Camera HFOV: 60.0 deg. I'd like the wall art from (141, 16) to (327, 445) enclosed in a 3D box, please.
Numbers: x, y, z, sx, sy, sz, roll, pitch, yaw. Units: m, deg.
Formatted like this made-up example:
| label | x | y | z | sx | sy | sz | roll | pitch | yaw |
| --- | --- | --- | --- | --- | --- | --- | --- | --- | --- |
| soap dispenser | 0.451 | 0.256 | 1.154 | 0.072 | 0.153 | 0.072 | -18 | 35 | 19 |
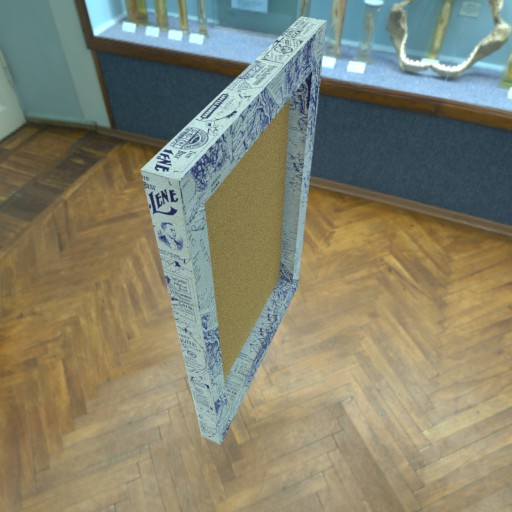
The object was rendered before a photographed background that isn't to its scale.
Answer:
| label | x | y | z | sx | sy | sz | roll | pitch | yaw |
| --- | --- | --- | --- | --- | --- | --- | --- | --- | --- |
| wall art | 0.000 | 0.000 | 0.455 | 0.025 | 0.376 | 0.255 | 18 | 49 | 16 |
